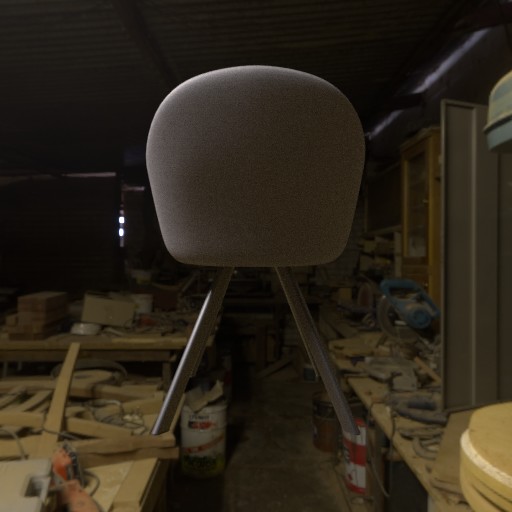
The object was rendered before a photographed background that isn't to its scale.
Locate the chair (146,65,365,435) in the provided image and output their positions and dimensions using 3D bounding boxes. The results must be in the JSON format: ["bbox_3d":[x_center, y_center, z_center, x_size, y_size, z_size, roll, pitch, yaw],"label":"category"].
[{"bbox_3d":[0.000,0.000,1.164,0.540,0.780,0.570,0,1,0],"label":"chair"}]
